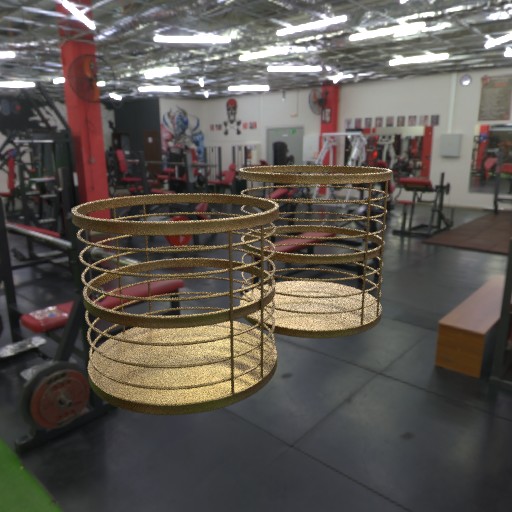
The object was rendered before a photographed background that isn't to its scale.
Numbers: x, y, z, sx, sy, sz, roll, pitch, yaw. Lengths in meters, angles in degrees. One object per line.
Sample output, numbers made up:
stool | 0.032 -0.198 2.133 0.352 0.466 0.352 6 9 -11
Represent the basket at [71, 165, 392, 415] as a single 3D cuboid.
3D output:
basket | 0.000 0.000 0.954 0.356 0.351 0.746 14 20 43
